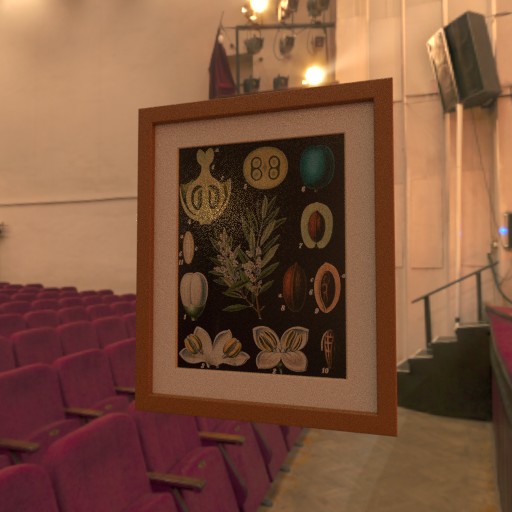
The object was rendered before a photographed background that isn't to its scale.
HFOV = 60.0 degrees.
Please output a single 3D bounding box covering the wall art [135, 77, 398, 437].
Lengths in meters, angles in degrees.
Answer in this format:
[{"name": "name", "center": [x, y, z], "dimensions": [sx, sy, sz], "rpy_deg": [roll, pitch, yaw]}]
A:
[{"name": "wall art", "center": [0.000, 0.000, 0.517], "dimensions": [0.310, 0.379, 0.015], "rpy_deg": [-1, -3, 17]}]
